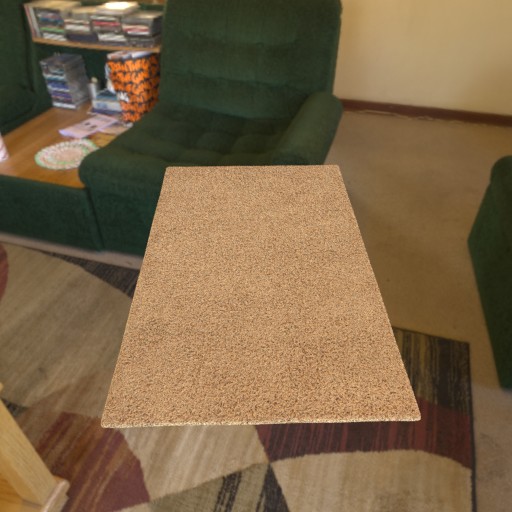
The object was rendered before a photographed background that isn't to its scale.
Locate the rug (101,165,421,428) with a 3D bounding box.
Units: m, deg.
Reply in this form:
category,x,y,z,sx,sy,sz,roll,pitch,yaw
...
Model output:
category,x,y,z,sx,sy,sz,roll,pitch,yaw
rug,0.000,0.000,3.021,1.524,0.030,2.438,-1,41,-1
